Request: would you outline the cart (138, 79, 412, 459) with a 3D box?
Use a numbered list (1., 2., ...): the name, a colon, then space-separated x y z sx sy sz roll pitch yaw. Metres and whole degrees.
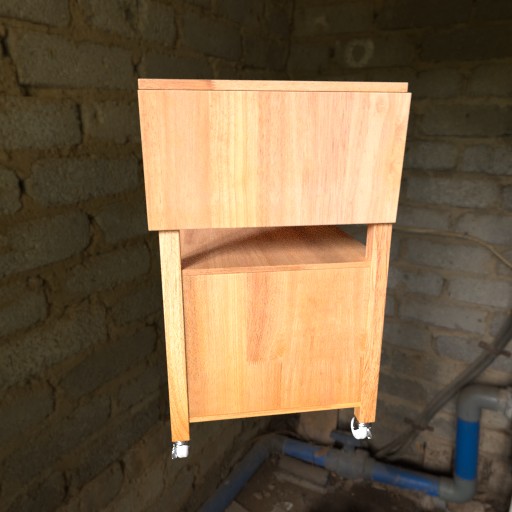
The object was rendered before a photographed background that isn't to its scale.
1. cart: 0.000 0.000 1.208 0.508 0.838 0.640 -2 17 -8
